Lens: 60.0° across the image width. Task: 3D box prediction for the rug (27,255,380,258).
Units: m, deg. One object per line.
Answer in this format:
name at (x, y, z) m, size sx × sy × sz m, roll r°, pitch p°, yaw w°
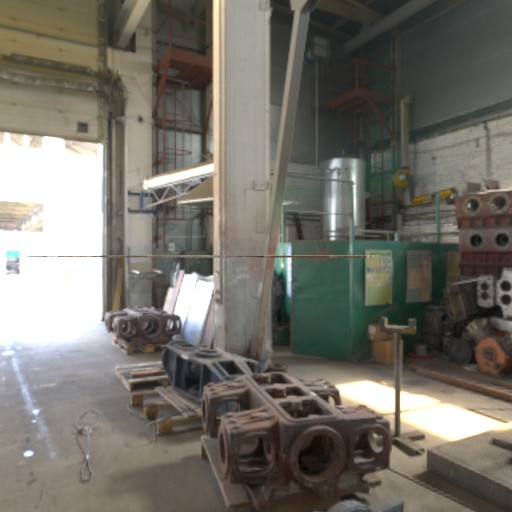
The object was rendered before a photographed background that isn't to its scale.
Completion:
rug at (0.000, 0.000, 2.332) m, size 1.216 × 0.006 × 1.828 m, roll 0°, pitch 0°, yaw 17°
